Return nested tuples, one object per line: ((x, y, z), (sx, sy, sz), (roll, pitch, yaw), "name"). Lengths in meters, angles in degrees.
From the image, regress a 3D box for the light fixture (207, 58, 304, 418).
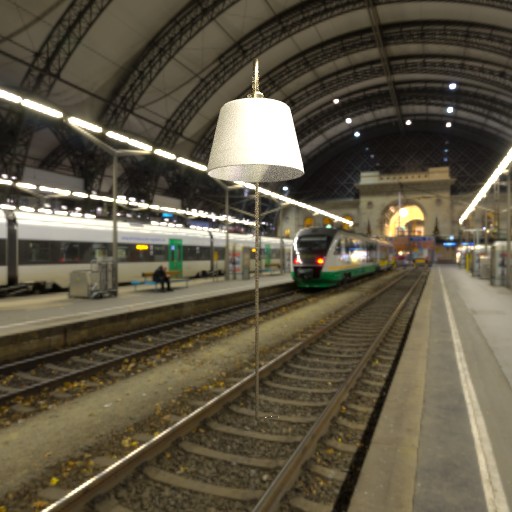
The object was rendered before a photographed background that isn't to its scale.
((0.000, 0.000, 0.463), (0.092, 0.399, 0.176), (0, 0, 1), "light fixture")
